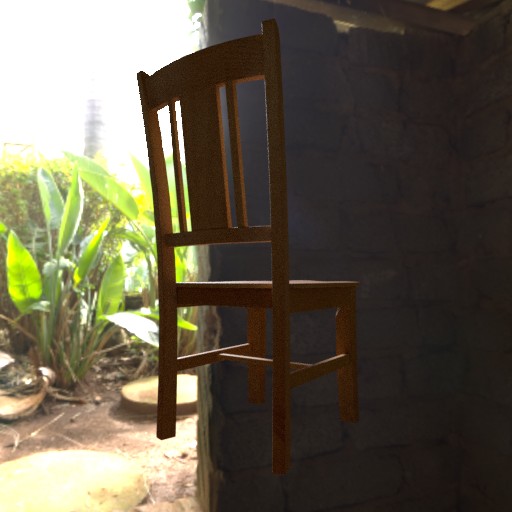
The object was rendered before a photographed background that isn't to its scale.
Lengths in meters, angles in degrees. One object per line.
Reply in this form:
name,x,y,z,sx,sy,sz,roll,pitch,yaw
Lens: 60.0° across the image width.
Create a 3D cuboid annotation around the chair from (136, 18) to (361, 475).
chair,0.000,0.000,1.270,0.450,0.998,0.556,-2,-4,35
